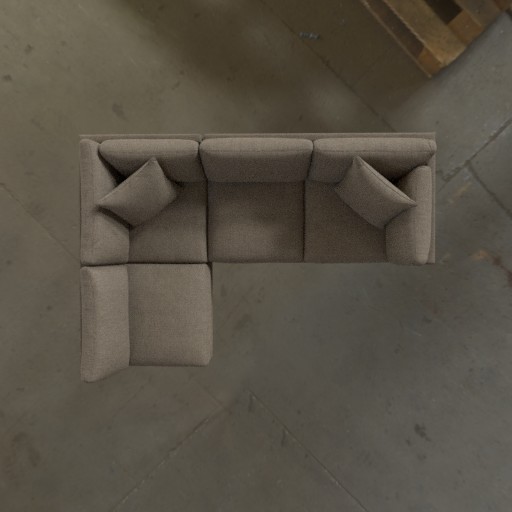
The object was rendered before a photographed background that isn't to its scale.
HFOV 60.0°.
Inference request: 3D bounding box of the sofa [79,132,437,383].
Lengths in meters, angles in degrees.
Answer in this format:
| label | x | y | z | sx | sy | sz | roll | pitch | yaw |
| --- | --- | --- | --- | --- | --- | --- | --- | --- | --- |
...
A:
| label | x | y | z | sx | sy | sz | roll | pitch | yaw |
| --- | --- | --- | --- | --- | --- | --- | --- | --- | --- |
| sofa | 0.000 | 0.000 | 3.784 | 2.896 | 0.978 | 1.994 | 0 | 91 | 1 |
